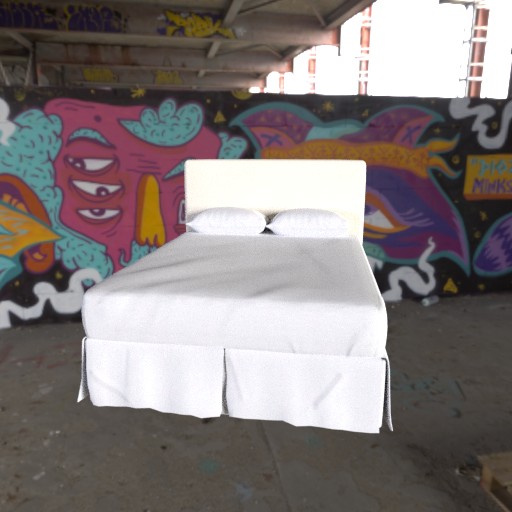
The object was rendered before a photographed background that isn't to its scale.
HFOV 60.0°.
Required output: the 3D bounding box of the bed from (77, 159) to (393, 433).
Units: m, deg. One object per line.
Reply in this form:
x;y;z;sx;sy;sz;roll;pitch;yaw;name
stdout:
0.000;0.000;3.196;1.713;1.330;2.142;2;13;9;bed
